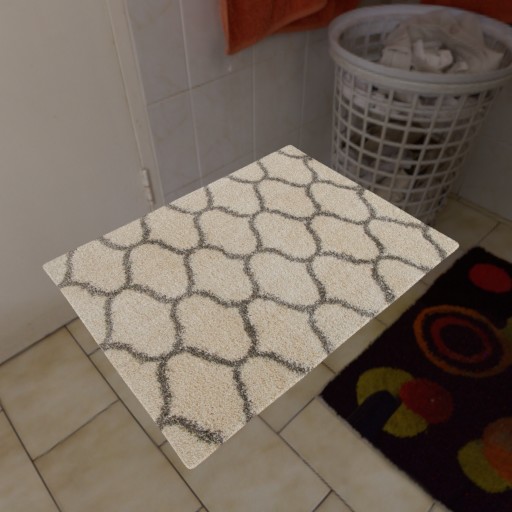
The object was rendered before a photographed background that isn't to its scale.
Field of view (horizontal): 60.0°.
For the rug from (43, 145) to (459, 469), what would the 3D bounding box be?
[{"bbox_3d":[0.000,0.000,2.113,1.600,0.025,1.200,-32,53,-27],"label":"rug"}]
